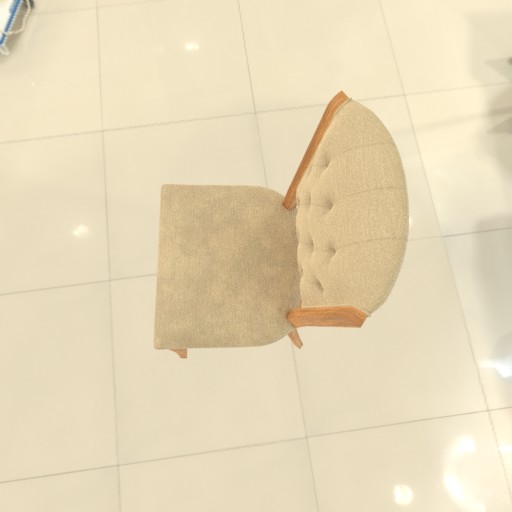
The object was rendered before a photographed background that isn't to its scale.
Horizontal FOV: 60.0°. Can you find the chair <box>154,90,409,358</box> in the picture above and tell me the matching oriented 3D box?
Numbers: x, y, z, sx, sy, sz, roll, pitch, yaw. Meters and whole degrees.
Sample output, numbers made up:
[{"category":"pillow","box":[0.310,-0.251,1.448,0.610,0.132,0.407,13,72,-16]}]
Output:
[{"category":"chair","box":[0.000,0.000,1.262,0.584,0.905,0.513,-1,74,0]}]
